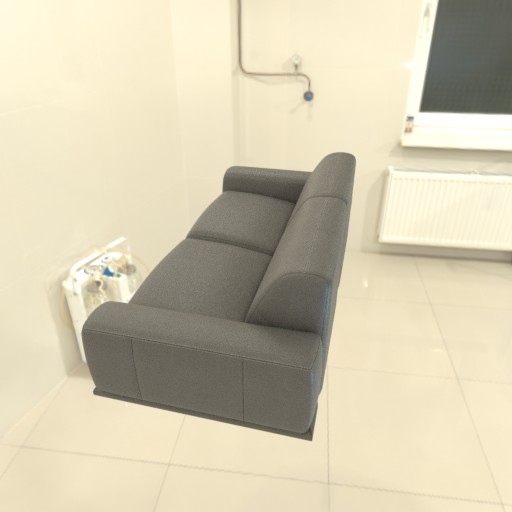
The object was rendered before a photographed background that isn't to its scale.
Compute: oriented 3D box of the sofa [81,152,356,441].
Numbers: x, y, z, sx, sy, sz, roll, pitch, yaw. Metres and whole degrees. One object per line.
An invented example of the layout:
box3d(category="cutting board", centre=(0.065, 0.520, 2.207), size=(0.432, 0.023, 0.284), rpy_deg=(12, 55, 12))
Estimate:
box3d(category="sofa", centre=(0.000, 0.000, 2.369), size=(0.900, 0.772, 1.901), rpy_deg=(7, 31, 12))
